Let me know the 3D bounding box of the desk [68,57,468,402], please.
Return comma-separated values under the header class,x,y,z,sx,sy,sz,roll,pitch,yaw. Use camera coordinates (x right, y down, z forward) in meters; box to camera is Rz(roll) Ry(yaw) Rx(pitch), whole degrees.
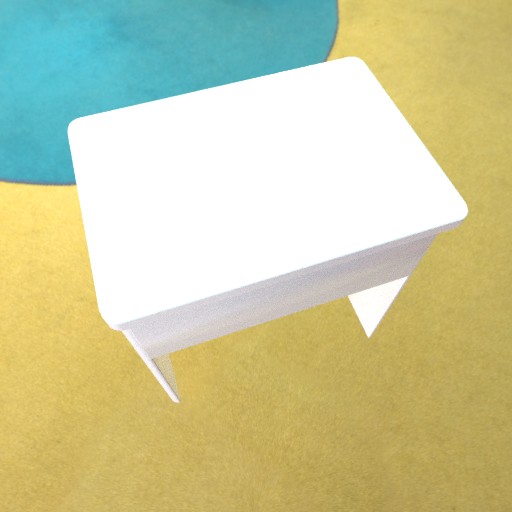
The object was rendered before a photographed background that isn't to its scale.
class,x,y,z,sx,sy,sz,roll,pitch,yaw
desk,0.000,0.000,1.322,0.762,0.800,0.549,-16,61,-9
